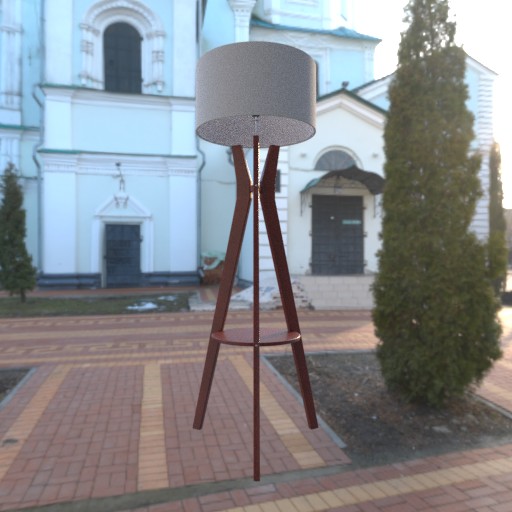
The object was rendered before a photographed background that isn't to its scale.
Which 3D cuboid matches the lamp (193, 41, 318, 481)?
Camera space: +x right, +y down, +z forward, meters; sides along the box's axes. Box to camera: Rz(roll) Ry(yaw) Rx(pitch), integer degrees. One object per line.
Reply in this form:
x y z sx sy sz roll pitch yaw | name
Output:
0.000 0.000 1.717 0.539 1.472 0.542 0 0 -1 | lamp
